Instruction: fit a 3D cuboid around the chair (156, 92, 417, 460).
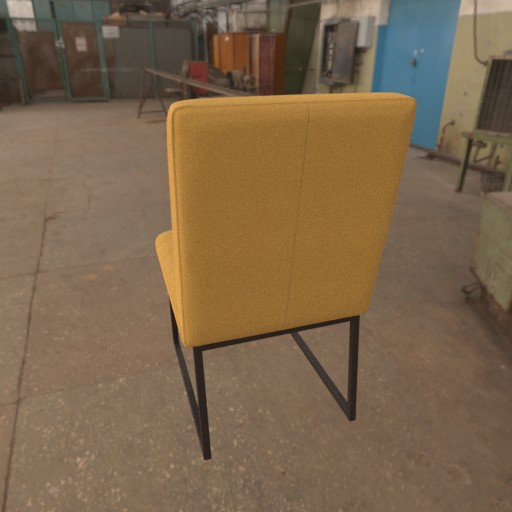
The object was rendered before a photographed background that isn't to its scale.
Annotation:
[{"bbox_3d":[0.000,0.000,1.288,0.520,0.930,0.634,-8,26,-16],"label":"chair"}]
